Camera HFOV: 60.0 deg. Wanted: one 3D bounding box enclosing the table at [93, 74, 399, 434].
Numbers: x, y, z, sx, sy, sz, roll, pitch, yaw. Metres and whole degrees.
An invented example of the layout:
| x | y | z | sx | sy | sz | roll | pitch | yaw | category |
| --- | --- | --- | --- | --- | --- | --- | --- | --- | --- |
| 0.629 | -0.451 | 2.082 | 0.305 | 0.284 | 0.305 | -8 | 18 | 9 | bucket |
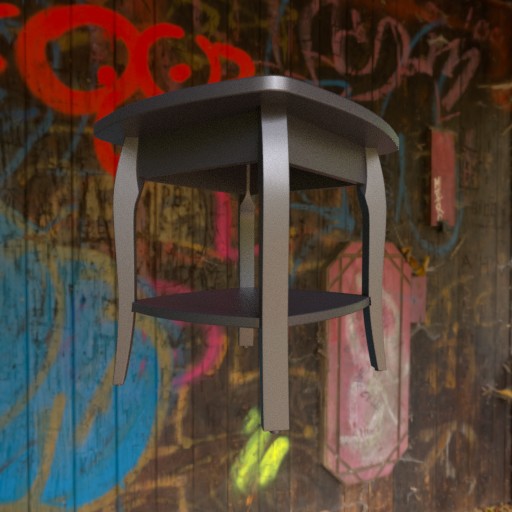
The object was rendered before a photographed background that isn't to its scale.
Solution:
| x | y | z | sx | sy | sz | roll | pitch | yaw | category |
| --- | --- | --- | --- | --- | --- | --- | --- | --- | --- |
| 0.000 | 0.000 | 0.832 | 0.457 | 0.457 | 0.508 | 1 | 2 | 37 | table |
